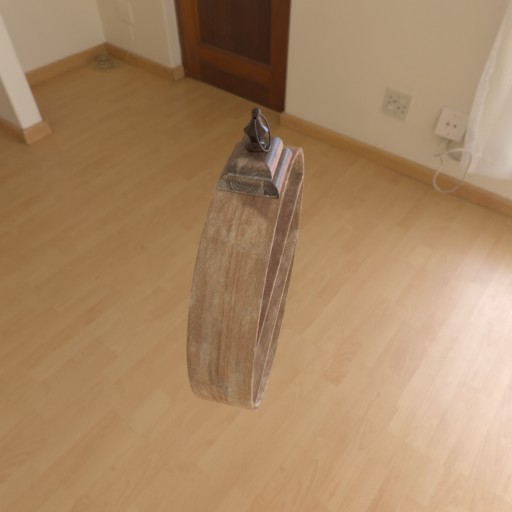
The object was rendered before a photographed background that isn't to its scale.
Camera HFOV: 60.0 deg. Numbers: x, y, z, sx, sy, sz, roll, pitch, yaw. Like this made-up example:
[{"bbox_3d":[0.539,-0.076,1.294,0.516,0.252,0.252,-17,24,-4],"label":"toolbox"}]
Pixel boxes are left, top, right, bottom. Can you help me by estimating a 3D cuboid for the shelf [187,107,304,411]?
[{"bbox_3d":[0.000,0.000,1.006,0.125,0.725,0.601,10,48,9],"label":"shelf"}]
